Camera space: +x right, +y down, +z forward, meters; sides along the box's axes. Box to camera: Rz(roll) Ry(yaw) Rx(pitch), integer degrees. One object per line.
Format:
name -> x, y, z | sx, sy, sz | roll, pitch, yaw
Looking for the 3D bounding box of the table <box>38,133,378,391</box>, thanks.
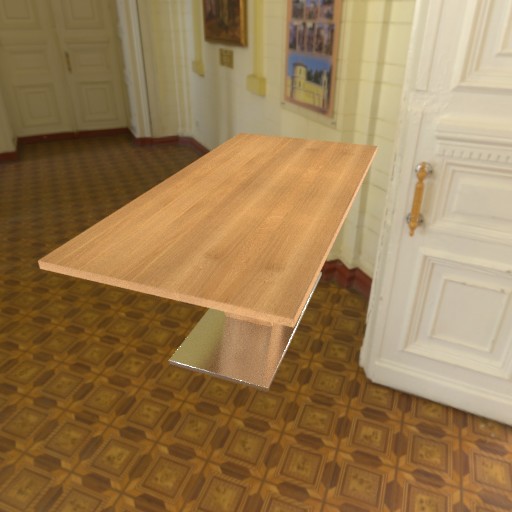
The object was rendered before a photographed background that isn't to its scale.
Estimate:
table -> 0.000, 0.000, 2.278 | 0.900, 0.750, 1.800 | 11, 32, 18
